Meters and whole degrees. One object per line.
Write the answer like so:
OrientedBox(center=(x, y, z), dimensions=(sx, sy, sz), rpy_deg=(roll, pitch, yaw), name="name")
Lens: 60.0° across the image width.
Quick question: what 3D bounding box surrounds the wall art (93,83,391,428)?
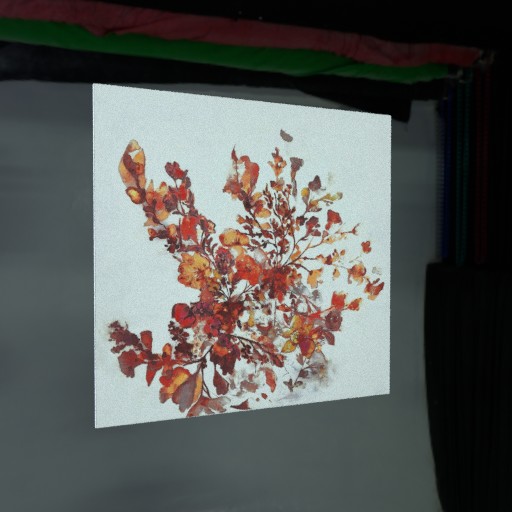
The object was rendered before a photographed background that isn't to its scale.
OrientedBox(center=(0.000, 0.000, 1.473), dimensions=(1.009, 1.009, 0.049), rpy_deg=(0, 1, -18), name="wall art")
